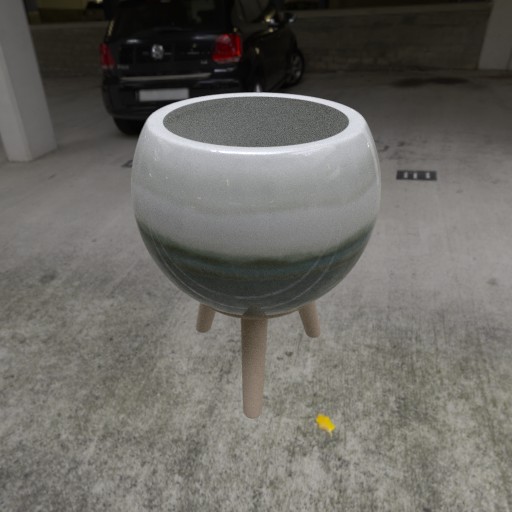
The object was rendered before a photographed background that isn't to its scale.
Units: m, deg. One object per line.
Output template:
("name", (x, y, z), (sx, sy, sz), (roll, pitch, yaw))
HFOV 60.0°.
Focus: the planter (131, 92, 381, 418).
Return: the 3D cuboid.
("planter", (0.000, 0.000, 0.446), (0.222, 0.278, 0.222), (0, 32, 0))
